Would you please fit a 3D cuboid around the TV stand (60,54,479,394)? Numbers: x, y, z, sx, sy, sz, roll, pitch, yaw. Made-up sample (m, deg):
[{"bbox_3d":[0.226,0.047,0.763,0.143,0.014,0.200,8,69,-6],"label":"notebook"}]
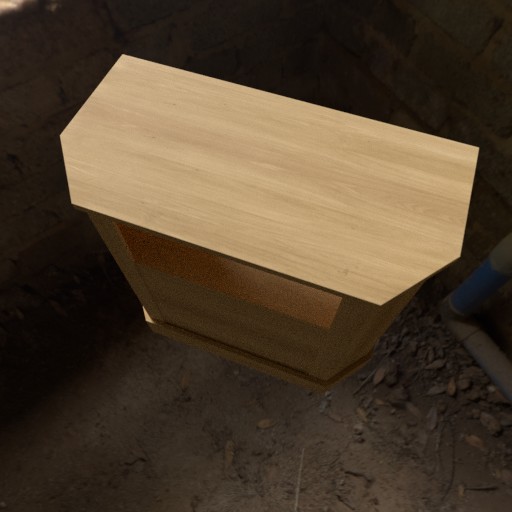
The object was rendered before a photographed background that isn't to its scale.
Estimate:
[{"bbox_3d":[0.000,0.000,1.258,0.851,0.781,0.425,18,63,9],"label":"TV stand"}]
